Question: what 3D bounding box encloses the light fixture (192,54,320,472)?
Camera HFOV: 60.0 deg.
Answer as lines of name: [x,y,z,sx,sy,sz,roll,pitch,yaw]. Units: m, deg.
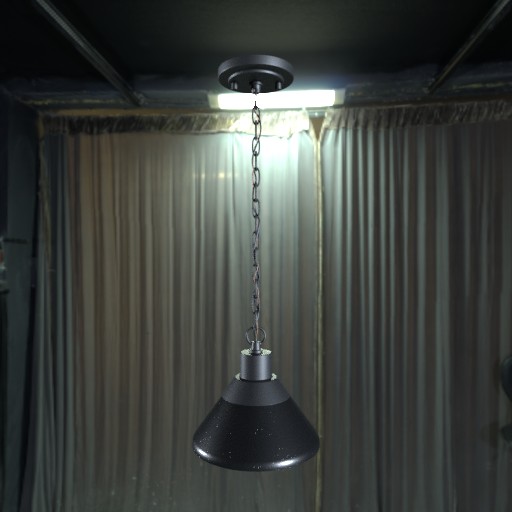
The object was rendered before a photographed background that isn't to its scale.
light fixture: [0.000,0.000,0.705,0.201,0.588,0.201,0,0,0]
